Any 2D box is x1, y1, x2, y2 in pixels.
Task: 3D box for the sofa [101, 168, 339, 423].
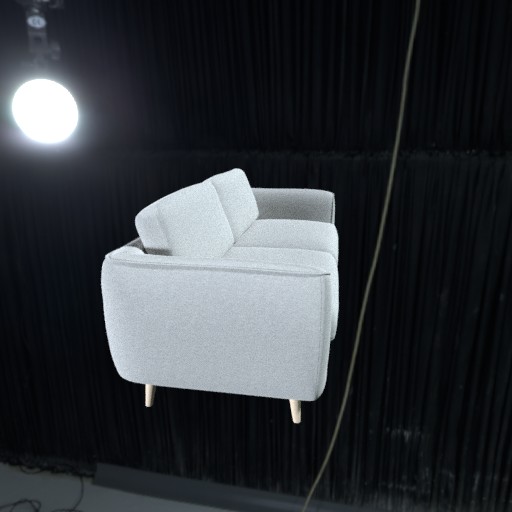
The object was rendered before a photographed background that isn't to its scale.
[{"bbox_3d":[0.000,0.000,2.503,0.920,0.850,2.000,3,17,10],"label":"sofa"}]
